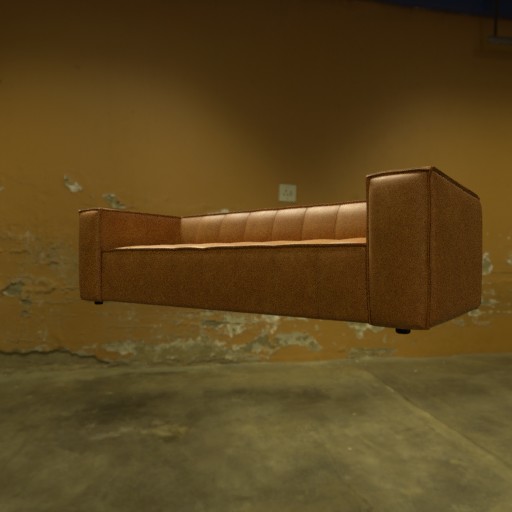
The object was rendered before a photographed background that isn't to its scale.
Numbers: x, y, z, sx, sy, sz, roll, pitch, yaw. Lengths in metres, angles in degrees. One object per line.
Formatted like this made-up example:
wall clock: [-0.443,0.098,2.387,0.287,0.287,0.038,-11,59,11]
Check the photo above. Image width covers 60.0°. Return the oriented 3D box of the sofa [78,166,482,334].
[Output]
sofa: [0.000,0.000,2.938,2.581,0.701,1.102,-1,-1,37]
